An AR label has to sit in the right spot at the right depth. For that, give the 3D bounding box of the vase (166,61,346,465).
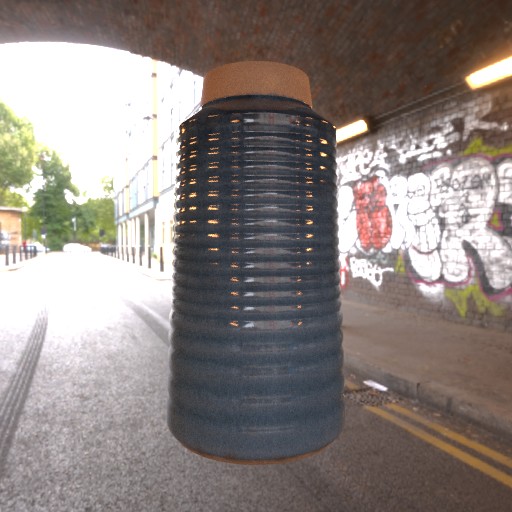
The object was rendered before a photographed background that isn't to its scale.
[{"bbox_3d":[0.000,0.000,0.407,0.163,0.316,0.163,0,2,0],"label":"vase"}]
